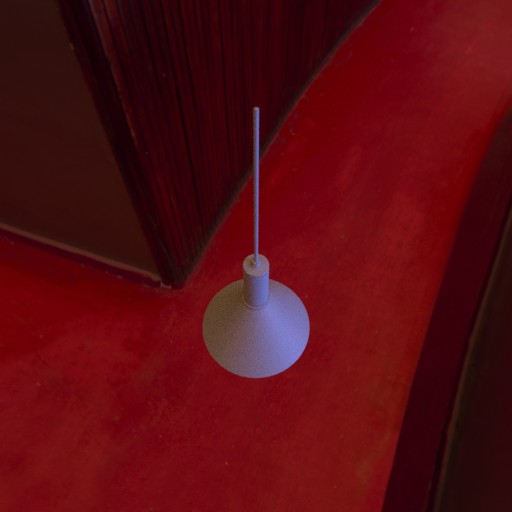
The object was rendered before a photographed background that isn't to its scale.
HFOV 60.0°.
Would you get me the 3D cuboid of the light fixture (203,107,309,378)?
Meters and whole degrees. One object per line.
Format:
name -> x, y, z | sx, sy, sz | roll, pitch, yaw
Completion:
light fixture -> 0.000, 0.000, 0.826 | 0.267, 0.683, 0.267 | 17, 60, 10
